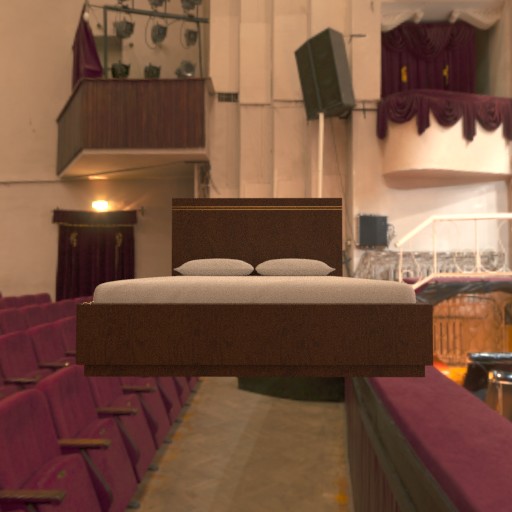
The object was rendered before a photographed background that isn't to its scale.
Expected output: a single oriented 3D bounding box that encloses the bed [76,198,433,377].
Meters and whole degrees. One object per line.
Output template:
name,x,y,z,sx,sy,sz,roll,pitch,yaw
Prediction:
bed,0.000,0.000,3.124,1.613,1.169,2.221,0,-2,0
